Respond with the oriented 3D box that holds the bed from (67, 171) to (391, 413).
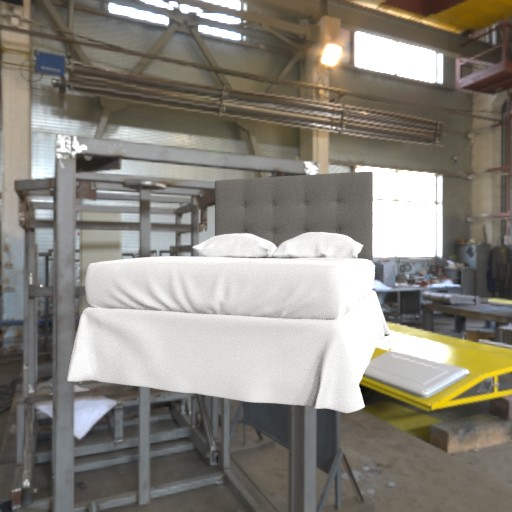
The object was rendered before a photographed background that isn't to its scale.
[{"bbox_3d":[0.000,0.000,3.502,1.936,1.577,2.222,0,1,20],"label":"bed"}]
